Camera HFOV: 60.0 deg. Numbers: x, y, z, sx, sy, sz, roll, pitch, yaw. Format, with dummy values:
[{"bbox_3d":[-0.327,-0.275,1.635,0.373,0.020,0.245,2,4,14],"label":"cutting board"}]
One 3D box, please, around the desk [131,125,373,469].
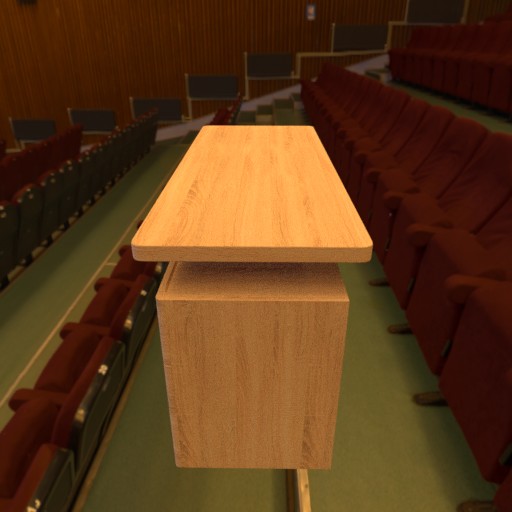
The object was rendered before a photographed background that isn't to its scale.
[{"bbox_3d":[0.000,0.000,1.780,0.550,0.760,1.400,0,27,1],"label":"desk"}]
